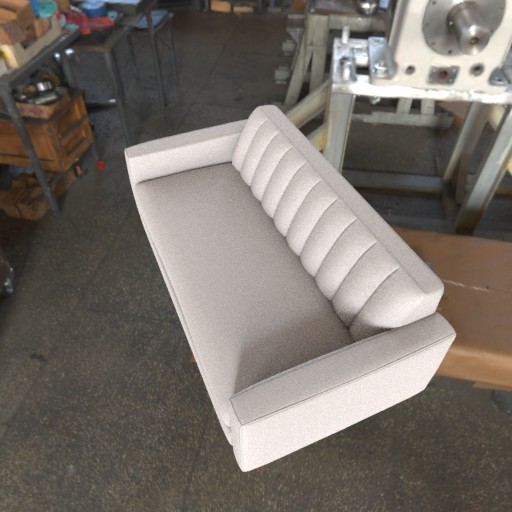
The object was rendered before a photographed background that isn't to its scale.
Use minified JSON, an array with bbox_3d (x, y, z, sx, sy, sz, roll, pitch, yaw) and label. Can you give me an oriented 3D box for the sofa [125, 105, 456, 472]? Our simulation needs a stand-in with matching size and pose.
[{"bbox_3d":[0.000,0.000,2.399,0.969,0.814,1.895,-18,49,-16],"label":"sofa"}]
